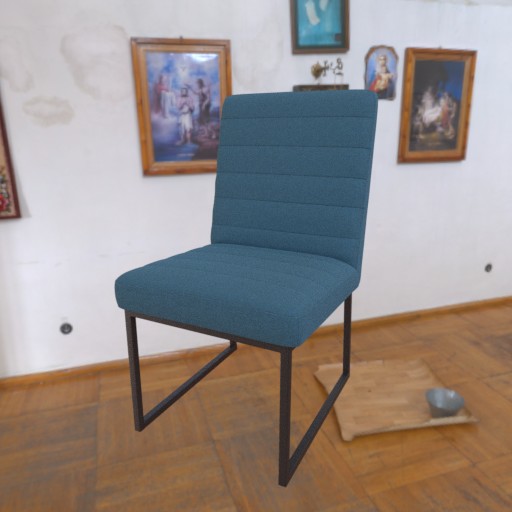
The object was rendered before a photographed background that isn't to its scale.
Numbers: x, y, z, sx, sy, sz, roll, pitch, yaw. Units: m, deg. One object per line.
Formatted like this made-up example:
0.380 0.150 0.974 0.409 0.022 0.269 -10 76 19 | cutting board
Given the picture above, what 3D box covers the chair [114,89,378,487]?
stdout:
0.000 0.000 1.279 0.520 0.930 0.634 8 17 26 | chair
